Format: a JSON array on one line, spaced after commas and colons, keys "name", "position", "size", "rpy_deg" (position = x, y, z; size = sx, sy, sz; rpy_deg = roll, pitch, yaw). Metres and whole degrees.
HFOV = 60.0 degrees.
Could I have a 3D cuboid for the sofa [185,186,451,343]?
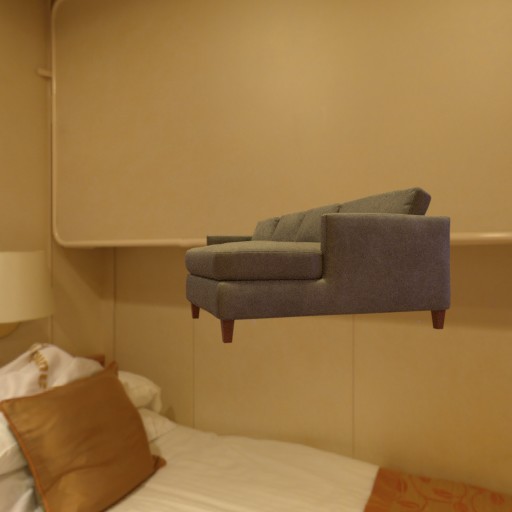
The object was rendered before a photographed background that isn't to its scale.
[{"name": "sofa", "position": [0.000, 0.000, 4.274], "size": [1.604, 0.950, 3.471], "rpy_deg": [0, 0, -18]}]
